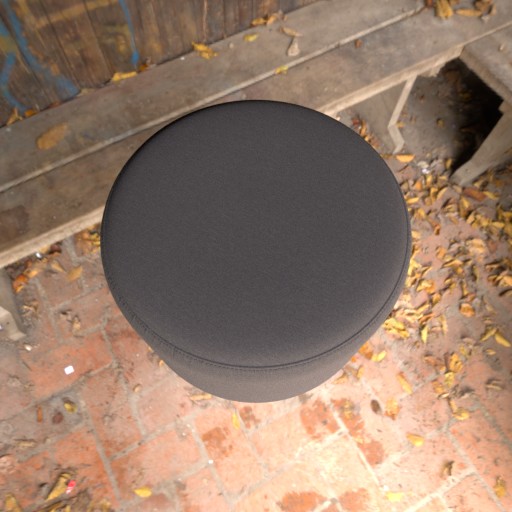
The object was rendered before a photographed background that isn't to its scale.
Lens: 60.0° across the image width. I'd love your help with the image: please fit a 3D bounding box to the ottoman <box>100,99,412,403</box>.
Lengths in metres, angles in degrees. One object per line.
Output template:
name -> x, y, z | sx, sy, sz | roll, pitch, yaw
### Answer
ottoman -> 0.000, 0.000, 1.012 | 0.608, 0.433, 0.608 | 0, 65, 0
